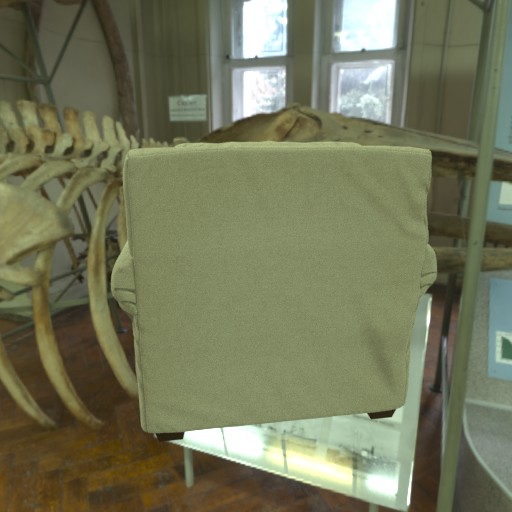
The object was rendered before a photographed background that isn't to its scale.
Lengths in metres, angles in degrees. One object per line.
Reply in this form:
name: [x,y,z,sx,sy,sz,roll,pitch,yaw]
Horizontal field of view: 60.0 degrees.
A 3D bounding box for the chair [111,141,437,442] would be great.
chair: [0.000,0.000,1.707,0.940,0.866,1.066,-2,16,-9]
